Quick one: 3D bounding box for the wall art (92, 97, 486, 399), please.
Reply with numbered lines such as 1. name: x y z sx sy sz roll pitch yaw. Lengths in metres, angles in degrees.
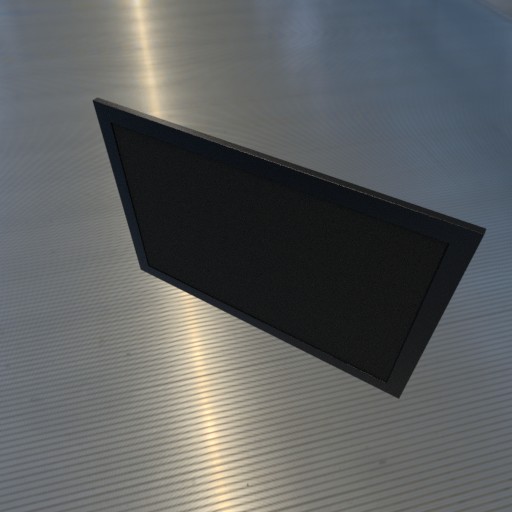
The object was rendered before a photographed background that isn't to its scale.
1. wall art: 0.000 0.000 0.826 0.660 0.447 0.013 23 51 21
